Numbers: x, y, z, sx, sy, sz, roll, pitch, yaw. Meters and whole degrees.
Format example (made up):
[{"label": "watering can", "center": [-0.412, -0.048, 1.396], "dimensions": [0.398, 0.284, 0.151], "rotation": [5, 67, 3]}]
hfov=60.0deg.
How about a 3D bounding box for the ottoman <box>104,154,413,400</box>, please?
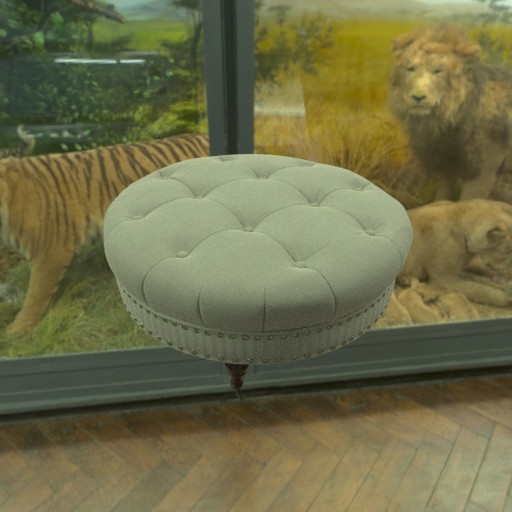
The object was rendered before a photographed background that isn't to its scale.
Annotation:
[{"label": "ottoman", "center": [0.000, 0.000, 1.400], "dimensions": [0.901, 0.439, 0.901], "rotation": [0, 32, 0]}]
